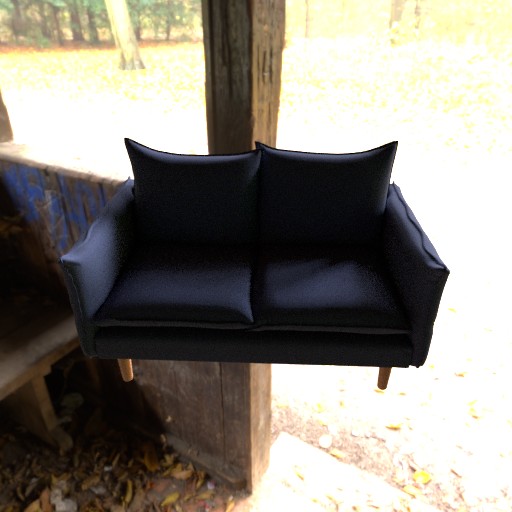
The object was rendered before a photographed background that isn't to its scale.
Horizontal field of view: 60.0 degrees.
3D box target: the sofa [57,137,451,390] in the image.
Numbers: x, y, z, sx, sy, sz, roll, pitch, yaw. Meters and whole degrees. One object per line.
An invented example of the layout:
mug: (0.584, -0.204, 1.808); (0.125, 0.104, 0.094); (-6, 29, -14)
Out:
sofa: (0.000, 0.000, 1.829); (1.300, 0.840, 0.820); (1, 29, 2)
